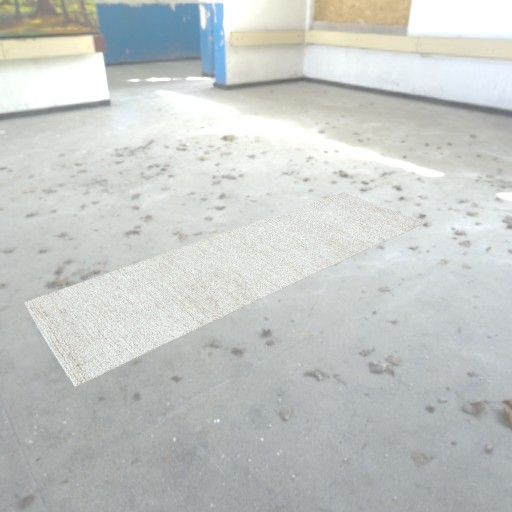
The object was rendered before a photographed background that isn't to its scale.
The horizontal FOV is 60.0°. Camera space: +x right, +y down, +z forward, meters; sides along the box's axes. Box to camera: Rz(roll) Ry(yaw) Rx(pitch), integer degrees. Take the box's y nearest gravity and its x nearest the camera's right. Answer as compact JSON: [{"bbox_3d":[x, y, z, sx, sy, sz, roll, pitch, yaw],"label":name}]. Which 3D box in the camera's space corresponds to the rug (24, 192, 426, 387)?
[{"bbox_3d":[0.000,0.000,2.561,2.346,0.013,0.712,-22,36,-33],"label":"rug"}]
